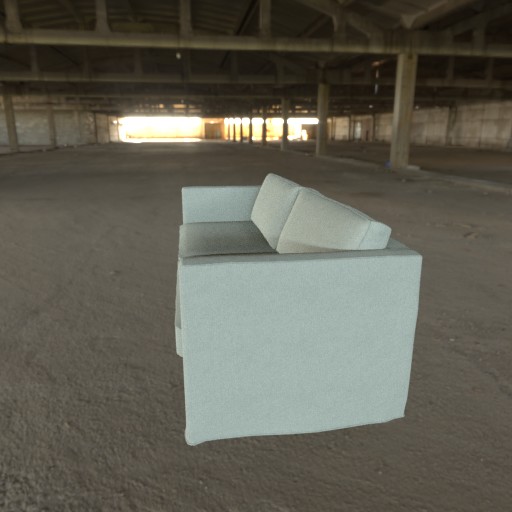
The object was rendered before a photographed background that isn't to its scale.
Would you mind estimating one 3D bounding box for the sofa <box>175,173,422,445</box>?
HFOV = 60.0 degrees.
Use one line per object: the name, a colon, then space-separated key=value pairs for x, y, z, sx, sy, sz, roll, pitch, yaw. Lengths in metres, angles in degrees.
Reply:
sofa: x=0.000 y=0.000 z=2.767 sx=0.962 sy=0.853 sz=2.312 roll=-2 pitch=16 yaw=-8
